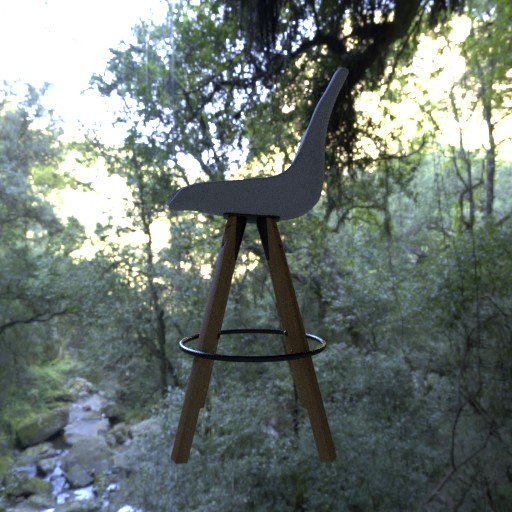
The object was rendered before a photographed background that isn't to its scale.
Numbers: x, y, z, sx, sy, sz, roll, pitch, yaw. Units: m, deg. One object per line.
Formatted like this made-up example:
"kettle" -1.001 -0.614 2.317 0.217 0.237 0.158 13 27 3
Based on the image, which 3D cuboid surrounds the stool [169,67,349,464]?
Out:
"stool" 0.000 0.000 1.418 0.550 1.115 0.484 0 0 -1
